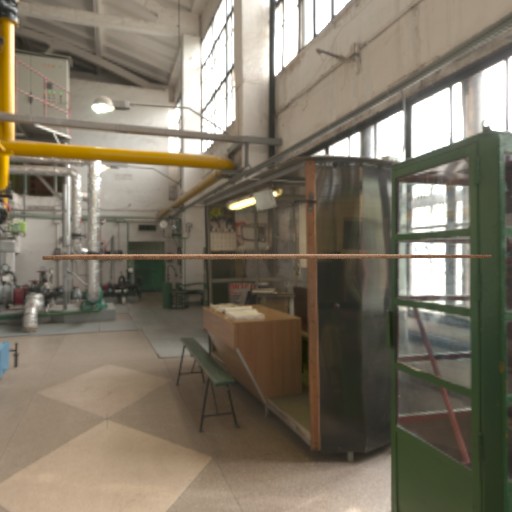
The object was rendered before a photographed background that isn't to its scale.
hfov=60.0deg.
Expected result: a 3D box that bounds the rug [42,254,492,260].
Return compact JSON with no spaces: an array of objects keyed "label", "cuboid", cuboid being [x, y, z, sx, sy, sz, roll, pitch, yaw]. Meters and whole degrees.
[{"label":"rug","cuboid":[0.000,0.000,2.280,1.829,0.014,1.219,0,0,-18]}]
